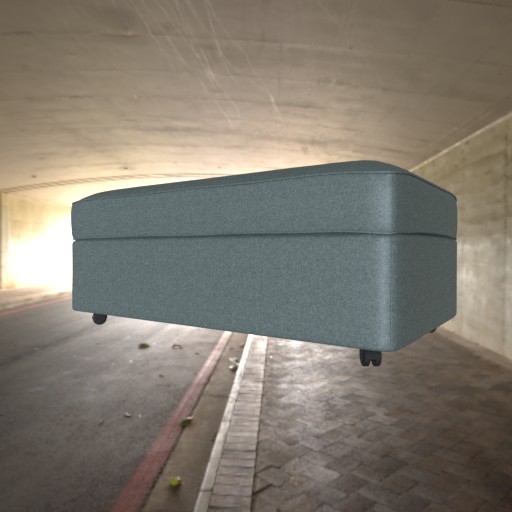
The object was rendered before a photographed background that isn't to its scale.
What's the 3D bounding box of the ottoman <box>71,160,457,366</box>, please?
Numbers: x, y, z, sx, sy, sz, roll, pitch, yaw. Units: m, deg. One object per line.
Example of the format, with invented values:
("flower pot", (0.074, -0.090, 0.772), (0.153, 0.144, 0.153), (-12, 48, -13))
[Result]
("ottoman", (0.000, 0.000, 1.520), (1.173, 0.494, 0.681), (1, 1, 35))
